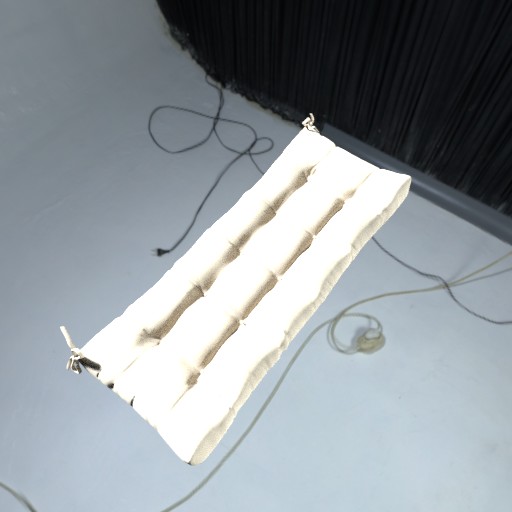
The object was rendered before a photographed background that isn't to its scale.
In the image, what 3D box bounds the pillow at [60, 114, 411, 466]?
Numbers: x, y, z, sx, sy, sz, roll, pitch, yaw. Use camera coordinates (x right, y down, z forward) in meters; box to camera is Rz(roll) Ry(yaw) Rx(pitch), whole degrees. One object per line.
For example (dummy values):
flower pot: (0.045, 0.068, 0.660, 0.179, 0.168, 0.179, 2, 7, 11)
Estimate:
pillow: (0.000, 0.000, 1.382, 0.511, 0.174, 1.194, 34, 65, 18)
